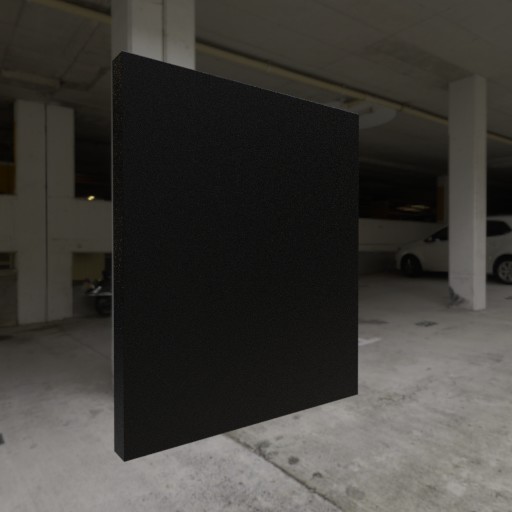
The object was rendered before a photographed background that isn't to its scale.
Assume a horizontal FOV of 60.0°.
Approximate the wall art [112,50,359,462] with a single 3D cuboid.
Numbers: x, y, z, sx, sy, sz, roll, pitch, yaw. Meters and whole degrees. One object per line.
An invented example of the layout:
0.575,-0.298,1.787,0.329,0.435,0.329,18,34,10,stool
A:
0.000,0.000,0.517,0.325,0.380,0.028,-1,1,-36,wall art
